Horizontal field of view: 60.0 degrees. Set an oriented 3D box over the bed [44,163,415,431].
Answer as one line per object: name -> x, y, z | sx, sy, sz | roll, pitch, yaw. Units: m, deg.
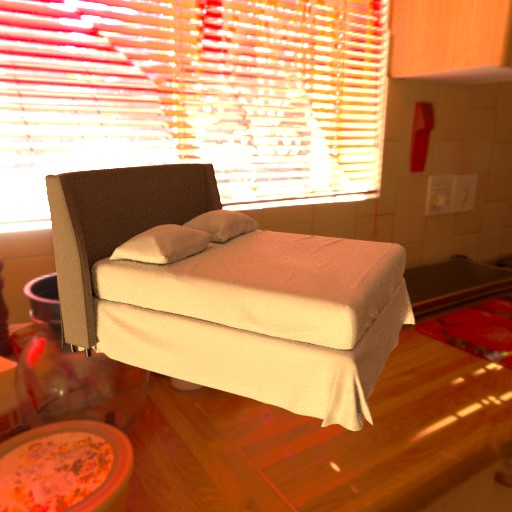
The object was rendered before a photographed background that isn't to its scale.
bed -> 0.000, 0.000, 3.463 | 2.276, 1.332, 1.925 | 7, 16, 26
